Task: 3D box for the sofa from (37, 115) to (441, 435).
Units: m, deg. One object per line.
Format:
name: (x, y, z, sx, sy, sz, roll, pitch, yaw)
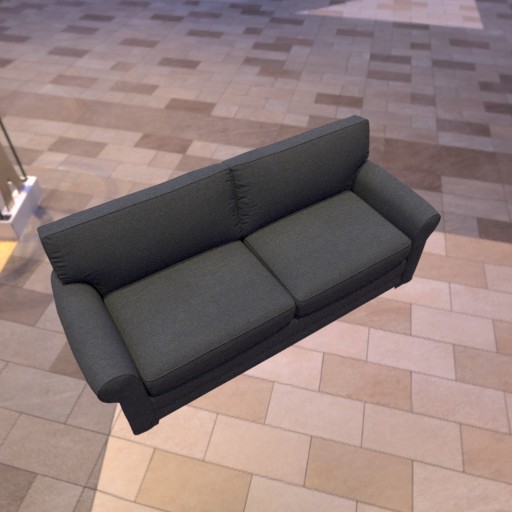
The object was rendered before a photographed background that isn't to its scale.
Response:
sofa: (0.000, 0.000, 2.838, 2.391, 1.026, 0.954, -25, 51, -22)
